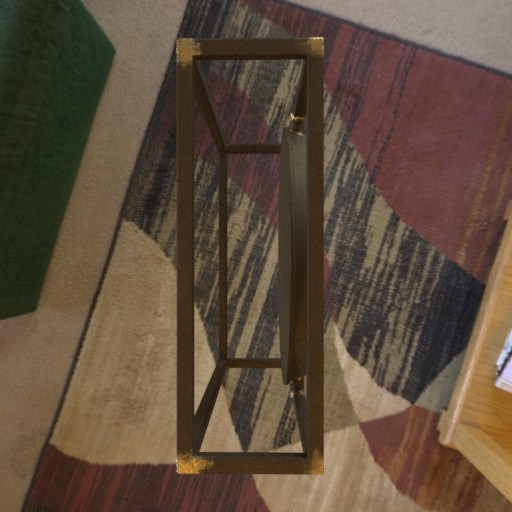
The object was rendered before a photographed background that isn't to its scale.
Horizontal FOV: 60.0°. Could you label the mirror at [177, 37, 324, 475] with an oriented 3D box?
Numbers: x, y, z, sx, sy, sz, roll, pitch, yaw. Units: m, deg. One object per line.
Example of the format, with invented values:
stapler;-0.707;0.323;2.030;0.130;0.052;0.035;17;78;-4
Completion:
mirror;0.000;0.000;0.462;0.107;0.303;0.306;0;90;1
